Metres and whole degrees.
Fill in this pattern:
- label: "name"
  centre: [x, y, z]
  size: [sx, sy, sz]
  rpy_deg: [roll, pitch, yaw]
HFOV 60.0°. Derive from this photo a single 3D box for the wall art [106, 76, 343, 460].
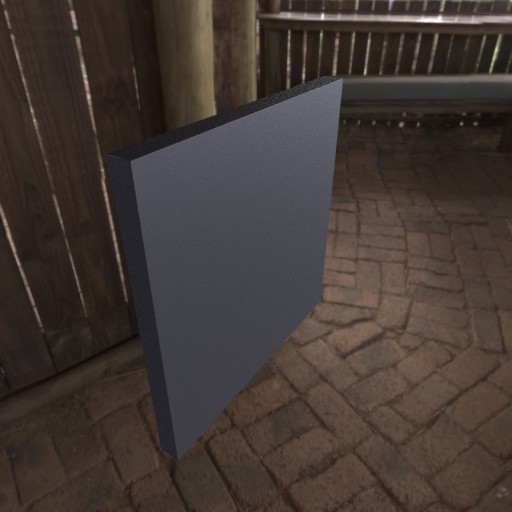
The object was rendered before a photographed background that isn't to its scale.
- label: "wall art"
  centre: [0.000, 0.000, 0.768]
  size: [0.038, 0.507, 0.507]
  rpy_deg: [20, 38, 28]
